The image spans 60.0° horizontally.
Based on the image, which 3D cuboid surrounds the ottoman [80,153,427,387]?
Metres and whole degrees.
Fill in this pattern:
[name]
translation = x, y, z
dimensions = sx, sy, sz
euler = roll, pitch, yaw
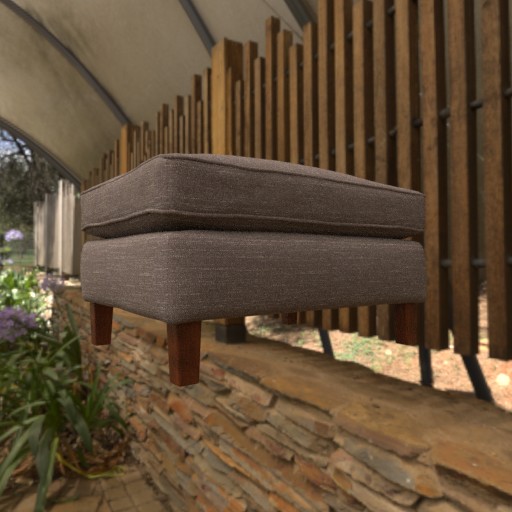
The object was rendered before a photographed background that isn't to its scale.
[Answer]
[ottoman]
translation = 0.000, 0.000, 1.028
dimensions = 0.686, 0.406, 0.508
euler = 1, -1, -36
